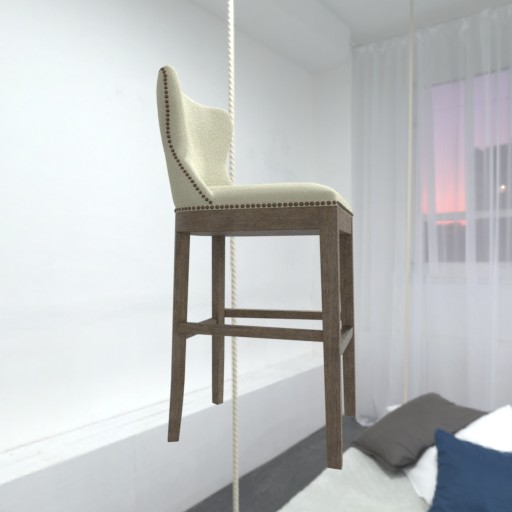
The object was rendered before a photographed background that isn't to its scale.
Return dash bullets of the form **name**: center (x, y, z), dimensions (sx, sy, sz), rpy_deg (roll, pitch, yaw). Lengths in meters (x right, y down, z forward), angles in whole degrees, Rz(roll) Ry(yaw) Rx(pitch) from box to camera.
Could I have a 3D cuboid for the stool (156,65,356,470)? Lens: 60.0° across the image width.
- **stool**: center (0.000, 0.000, 1.449), dimensions (0.606, 1.123, 0.494), rpy_deg (0, 1, 18)
